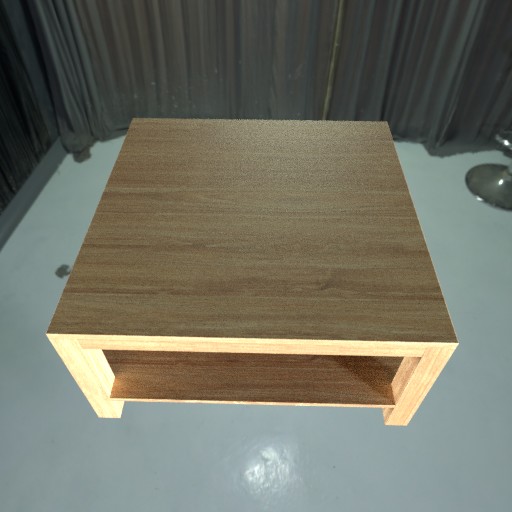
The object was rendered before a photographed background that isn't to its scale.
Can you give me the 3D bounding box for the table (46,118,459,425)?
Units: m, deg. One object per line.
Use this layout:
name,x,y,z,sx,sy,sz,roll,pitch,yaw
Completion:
table,0.000,0.000,1.433,0.900,0.450,0.900,1,47,1
